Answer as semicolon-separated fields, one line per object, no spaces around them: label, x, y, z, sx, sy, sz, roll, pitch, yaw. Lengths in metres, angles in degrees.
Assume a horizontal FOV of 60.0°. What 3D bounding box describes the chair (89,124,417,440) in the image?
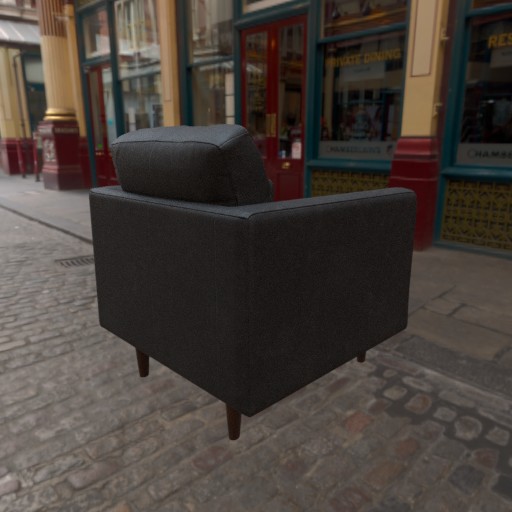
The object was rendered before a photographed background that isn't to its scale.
chair;0.000;0.000;1.618;0.879;0.898;0.831;-14;20;-43
